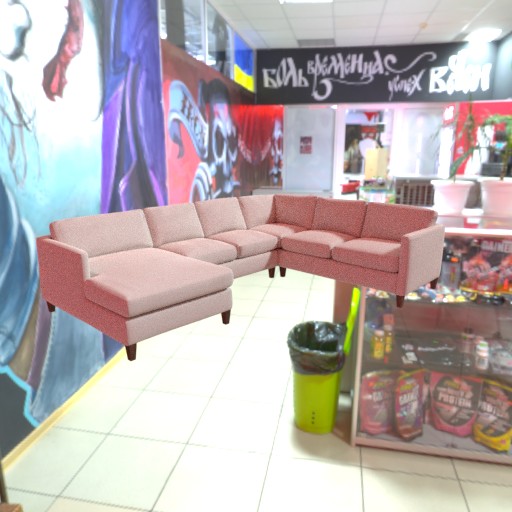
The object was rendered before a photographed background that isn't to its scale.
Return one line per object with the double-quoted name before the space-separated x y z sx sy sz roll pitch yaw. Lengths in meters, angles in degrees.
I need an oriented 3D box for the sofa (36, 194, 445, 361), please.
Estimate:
"sofa" 0.000 0.000 4.604 2.593 0.956 3.459 13 19 42
